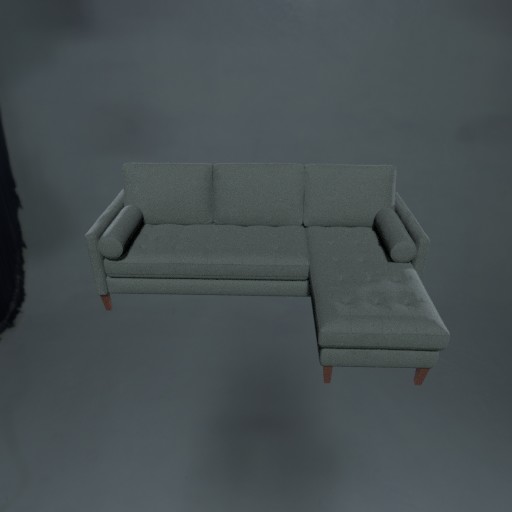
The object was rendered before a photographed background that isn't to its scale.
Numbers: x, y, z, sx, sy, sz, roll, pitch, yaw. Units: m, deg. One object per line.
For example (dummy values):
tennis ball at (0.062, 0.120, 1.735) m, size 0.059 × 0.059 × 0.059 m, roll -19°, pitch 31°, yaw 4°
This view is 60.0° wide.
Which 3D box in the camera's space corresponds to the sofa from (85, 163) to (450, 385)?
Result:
sofa at (0.000, 0.000, 2.907) m, size 2.178 × 0.876 × 1.506 m, roll 1°, pitch 29°, yaw 2°
